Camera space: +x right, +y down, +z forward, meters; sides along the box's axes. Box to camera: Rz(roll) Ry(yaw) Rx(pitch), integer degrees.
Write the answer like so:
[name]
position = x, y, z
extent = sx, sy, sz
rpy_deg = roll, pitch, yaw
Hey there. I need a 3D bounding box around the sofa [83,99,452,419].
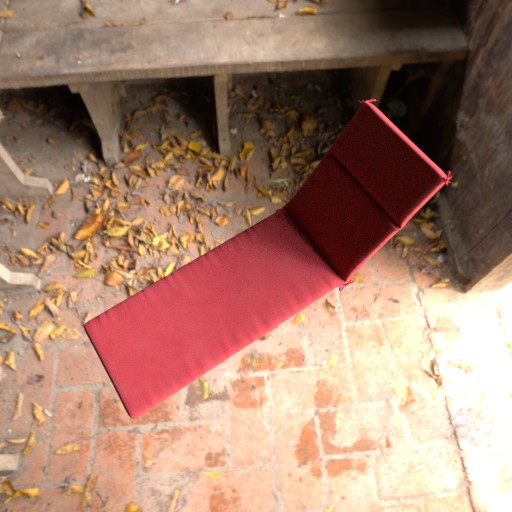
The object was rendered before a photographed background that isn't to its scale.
[sofa]
position = 0.000, 0.000, 2.004
extent = 1.663, 0.622, 0.582
rpy_deg = -31, 68, -14
